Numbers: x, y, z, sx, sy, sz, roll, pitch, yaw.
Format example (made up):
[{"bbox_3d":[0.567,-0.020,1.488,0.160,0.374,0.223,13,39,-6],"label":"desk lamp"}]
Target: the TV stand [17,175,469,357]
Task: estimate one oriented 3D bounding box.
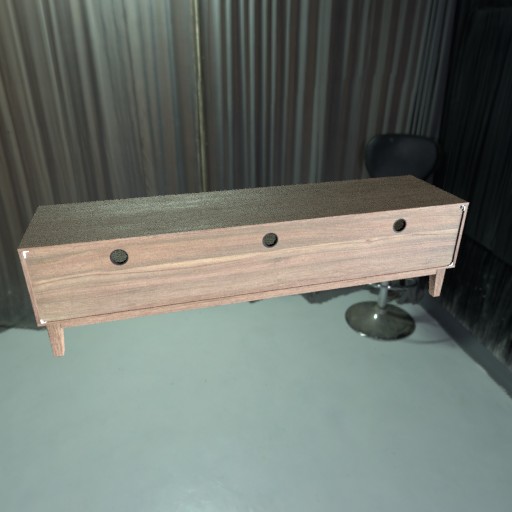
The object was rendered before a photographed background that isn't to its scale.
[{"bbox_3d":[0.000,0.000,1.661,1.482,0.409,0.366,-7,27,-14],"label":"TV stand"}]
